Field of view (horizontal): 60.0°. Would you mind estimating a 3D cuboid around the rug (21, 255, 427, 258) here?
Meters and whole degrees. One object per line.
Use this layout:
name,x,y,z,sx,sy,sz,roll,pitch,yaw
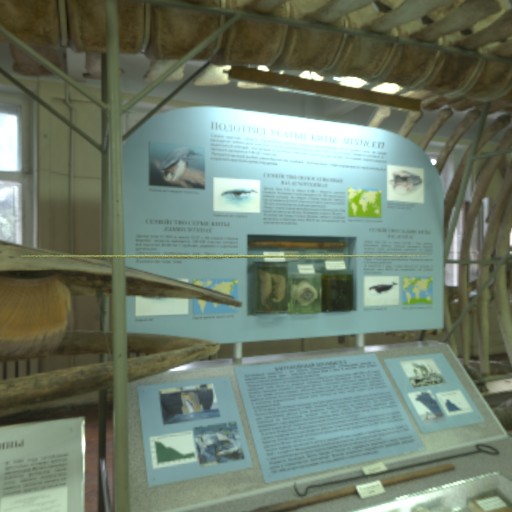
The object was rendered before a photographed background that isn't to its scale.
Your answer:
rug,0.000,0.000,2.893,1.529,0.007,2.297,0,0,37
